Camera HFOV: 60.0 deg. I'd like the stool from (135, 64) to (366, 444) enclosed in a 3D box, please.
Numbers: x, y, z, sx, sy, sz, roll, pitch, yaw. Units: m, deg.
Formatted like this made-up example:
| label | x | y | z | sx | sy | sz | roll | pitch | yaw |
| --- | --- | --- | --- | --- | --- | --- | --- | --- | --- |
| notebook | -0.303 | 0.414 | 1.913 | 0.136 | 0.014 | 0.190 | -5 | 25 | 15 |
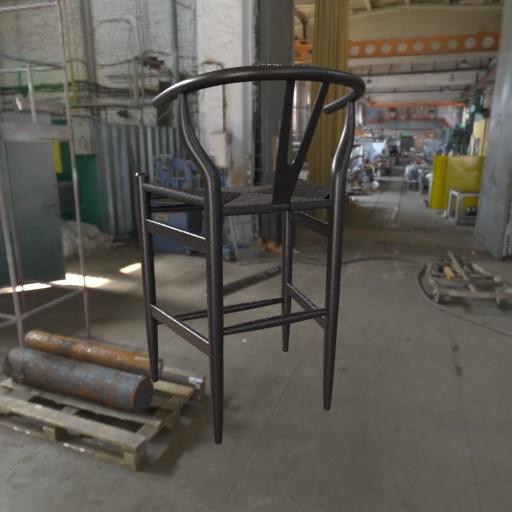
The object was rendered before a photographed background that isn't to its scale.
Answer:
| label | x | y | z | sx | sy | sz | roll | pitch | yaw |
| --- | --- | --- | --- | --- | --- | --- | --- | --- | --- |
| stool | 0.000 | 0.000 | 1.312 | 0.569 | 0.970 | 0.579 | -7 | 16 | -25 |
